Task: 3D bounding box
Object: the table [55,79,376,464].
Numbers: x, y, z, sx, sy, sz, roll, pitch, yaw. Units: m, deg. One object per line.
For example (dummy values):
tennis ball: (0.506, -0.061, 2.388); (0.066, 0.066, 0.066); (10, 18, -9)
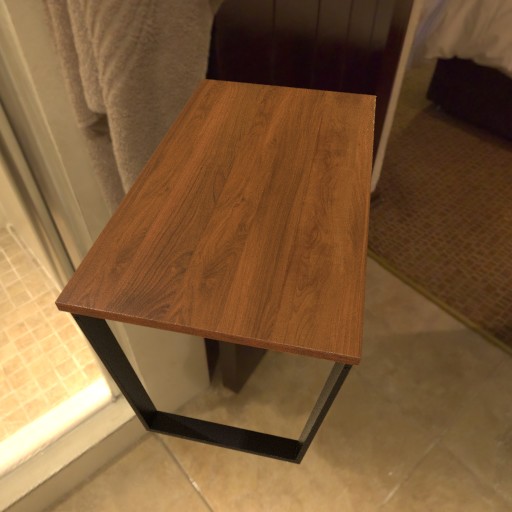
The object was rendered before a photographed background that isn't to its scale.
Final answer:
table: (0.000, 0.000, 1.672); (0.714, 0.760, 1.205); (9, 47, 8)
